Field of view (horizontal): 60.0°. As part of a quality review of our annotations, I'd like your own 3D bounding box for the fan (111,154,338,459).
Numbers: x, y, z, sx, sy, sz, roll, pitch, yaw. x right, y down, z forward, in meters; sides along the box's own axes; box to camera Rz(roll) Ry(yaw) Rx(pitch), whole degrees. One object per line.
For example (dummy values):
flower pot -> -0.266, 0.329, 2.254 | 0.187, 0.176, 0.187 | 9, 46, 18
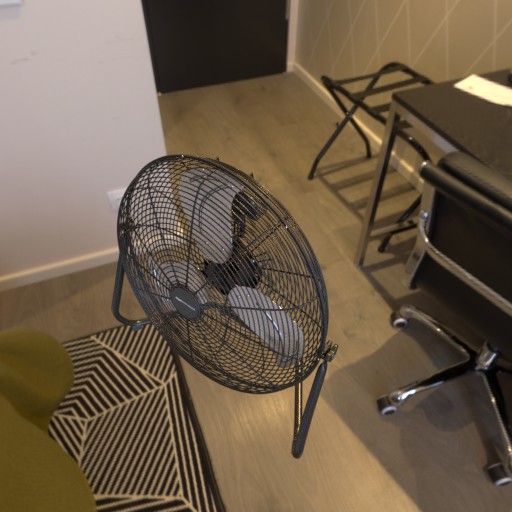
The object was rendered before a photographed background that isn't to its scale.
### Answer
fan -> 0.000, 0.000, 1.006 | 0.595, 0.605, 0.470 | 30, 53, 25
